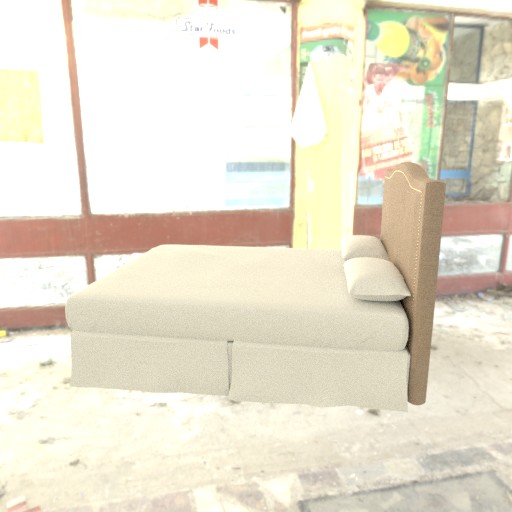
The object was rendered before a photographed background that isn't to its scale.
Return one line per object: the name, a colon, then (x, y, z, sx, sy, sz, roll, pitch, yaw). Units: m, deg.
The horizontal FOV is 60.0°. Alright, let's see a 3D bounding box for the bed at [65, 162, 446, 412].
bed: (0.000, 0.000, 3.446, 2.282, 1.436, 1.821, 2, 13, 9)
